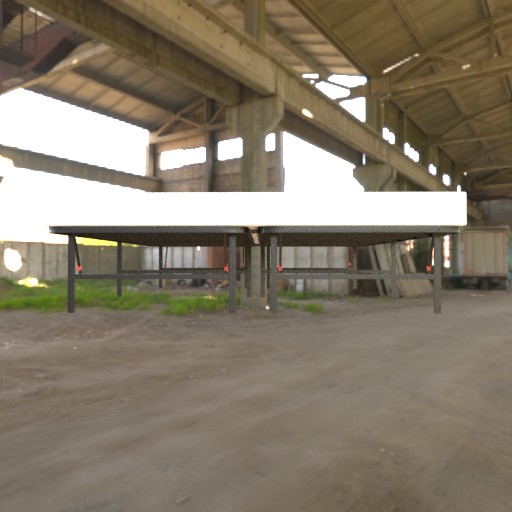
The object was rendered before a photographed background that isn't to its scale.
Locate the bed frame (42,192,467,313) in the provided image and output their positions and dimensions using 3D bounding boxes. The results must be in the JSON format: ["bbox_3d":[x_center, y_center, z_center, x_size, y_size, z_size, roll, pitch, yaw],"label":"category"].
[{"bbox_3d":[0.000,0.000,3.024,1.930,0.559,2.032,0,-1,1],"label":"bed frame"}]
